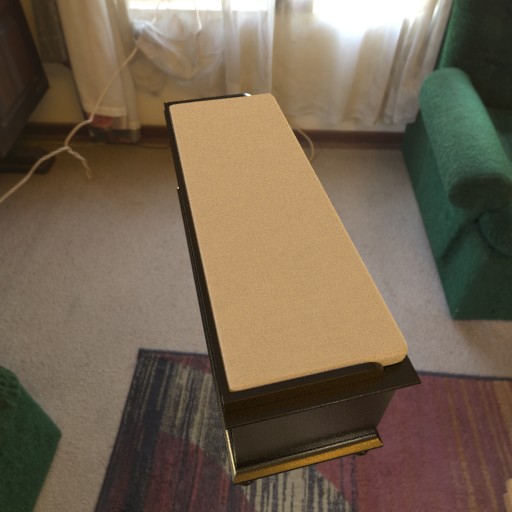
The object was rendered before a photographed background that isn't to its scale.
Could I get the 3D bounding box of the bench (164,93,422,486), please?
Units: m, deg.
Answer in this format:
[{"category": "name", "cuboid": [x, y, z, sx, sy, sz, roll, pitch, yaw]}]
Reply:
[{"category": "bench", "cuboid": [0.000, 0.000, 1.397, 0.402, 0.501, 1.185, -10, 48, -9]}]
